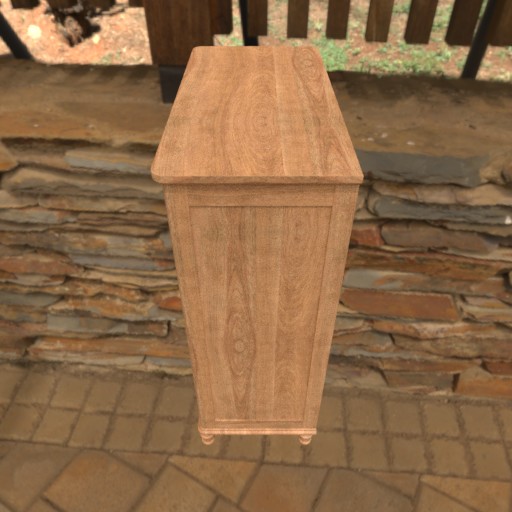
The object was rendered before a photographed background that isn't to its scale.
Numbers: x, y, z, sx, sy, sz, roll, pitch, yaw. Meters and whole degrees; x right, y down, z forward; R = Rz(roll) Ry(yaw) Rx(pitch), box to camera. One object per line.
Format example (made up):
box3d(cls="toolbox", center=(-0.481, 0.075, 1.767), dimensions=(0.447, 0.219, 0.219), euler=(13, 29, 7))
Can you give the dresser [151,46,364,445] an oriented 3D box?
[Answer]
box3d(cls="dresser", center=(0.000, 0.000, 1.790), dimensions=(0.484, 1.318, 0.973), euler=(0, 41, 0))
